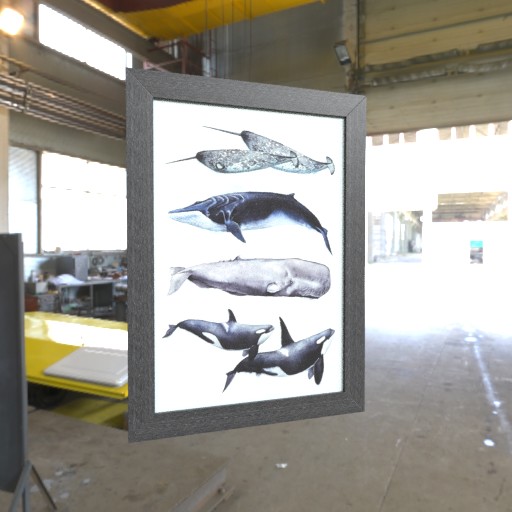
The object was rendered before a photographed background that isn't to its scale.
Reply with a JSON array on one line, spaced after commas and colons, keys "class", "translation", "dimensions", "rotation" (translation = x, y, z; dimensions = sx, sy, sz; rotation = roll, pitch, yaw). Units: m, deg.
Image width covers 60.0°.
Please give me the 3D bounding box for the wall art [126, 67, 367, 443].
[{"class": "wall art", "translation": [0.000, 0.000, 1.449], "dimensions": [0.810, 1.116, 0.016], "rotation": [0, 2, -18]}]
